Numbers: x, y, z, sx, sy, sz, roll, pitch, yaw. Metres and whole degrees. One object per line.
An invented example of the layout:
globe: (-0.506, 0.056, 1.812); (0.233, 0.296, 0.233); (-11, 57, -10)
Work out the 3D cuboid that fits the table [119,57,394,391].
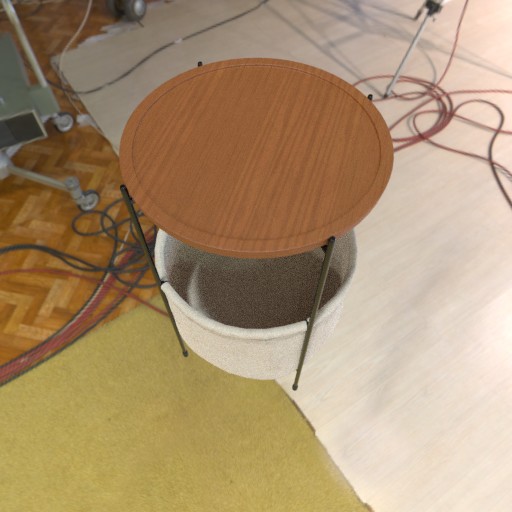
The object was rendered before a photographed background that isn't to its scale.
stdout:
table: (0.000, 0.000, 0.890); (0.393, 0.623, 0.393); (15, 58, 9)
